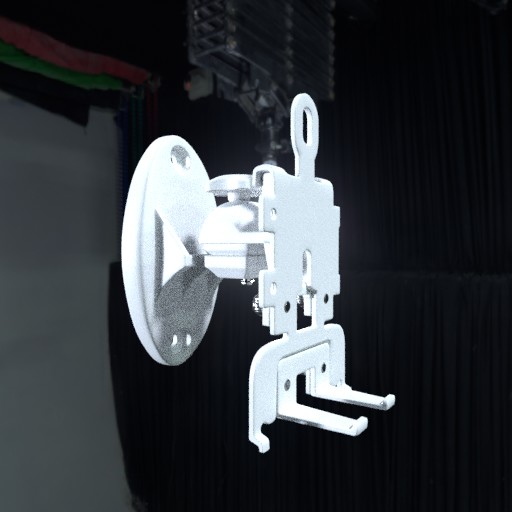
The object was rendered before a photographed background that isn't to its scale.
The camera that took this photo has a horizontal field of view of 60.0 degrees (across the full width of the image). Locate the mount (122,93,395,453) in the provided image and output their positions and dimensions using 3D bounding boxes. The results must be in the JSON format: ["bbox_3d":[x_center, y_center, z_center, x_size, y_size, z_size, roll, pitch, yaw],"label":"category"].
[{"bbox_3d":[0.000,0.000,0.175,0.100,0.118,0.066,1,1,36],"label":"mount"}]
